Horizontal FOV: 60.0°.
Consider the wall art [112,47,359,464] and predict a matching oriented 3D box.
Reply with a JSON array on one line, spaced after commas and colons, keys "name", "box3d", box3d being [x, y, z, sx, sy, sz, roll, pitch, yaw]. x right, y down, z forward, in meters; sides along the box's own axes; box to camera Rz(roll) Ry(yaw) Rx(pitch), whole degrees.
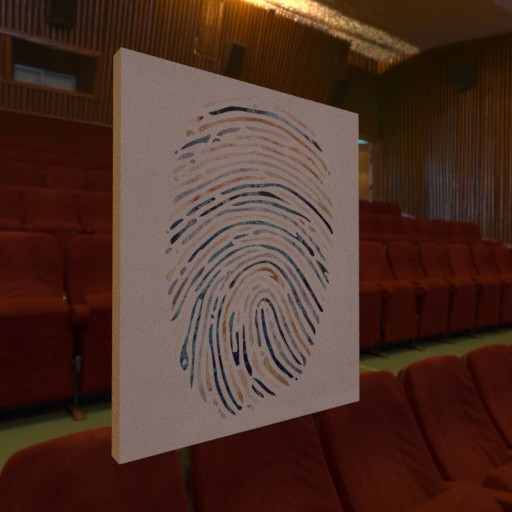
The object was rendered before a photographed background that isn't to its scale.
[{"name": "wall art", "box3d": [0.000, 0.000, 0.804, 0.508, 0.606, 0.037, 1, -1, -35]}]
